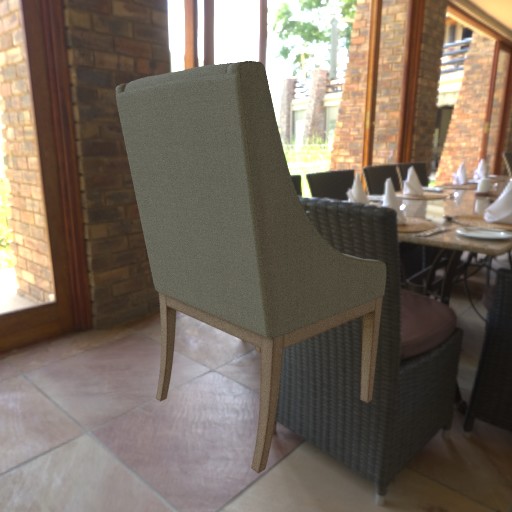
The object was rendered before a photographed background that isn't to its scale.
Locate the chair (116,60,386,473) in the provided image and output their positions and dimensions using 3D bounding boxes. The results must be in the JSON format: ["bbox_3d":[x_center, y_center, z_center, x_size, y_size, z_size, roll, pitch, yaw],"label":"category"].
[{"bbox_3d":[0.000,0.000,1.390,0.611,1.021,0.575,-13,19,-43],"label":"chair"}]
